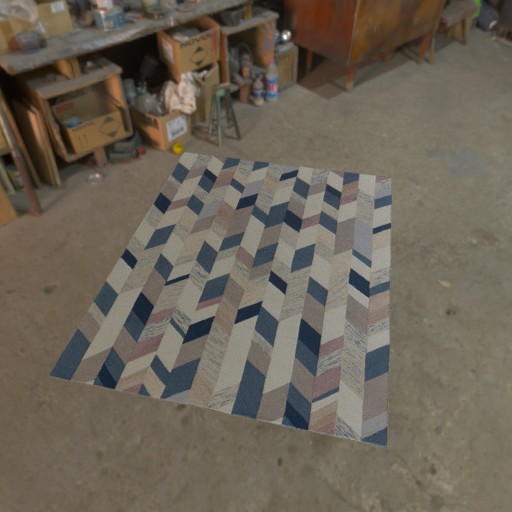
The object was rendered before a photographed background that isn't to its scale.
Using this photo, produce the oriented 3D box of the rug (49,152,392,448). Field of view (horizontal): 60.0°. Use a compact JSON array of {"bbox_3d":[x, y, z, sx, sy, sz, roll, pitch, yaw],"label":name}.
[{"bbox_3d":[0.000,0.000,4.109,2.451,0.011,3.072,9,46,9],"label":"rug"}]
